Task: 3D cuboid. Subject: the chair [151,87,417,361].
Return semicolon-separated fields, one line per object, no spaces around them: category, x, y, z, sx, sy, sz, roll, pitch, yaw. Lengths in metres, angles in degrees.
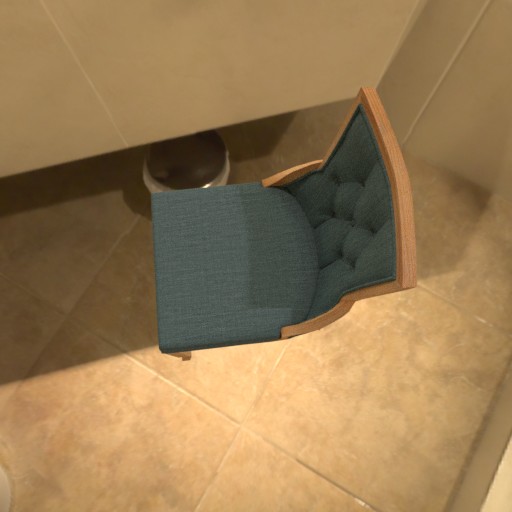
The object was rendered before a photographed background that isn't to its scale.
chair;0.000;0.000;1.363;0.641;0.947;0.524;-6;74;-2
